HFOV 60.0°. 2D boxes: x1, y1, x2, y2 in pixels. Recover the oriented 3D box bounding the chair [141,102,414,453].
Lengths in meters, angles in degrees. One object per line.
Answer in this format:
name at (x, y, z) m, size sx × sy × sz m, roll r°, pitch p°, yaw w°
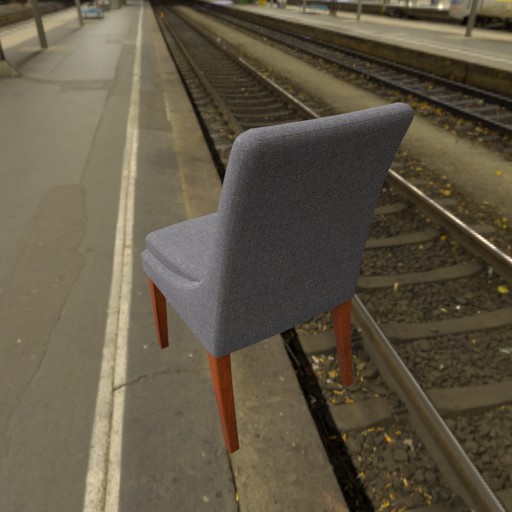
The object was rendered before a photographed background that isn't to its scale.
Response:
chair at (0.000, 0.000, 1.337) m, size 0.508 × 0.952 × 0.655 m, roll -19°, pitch 36°, yaw -28°
